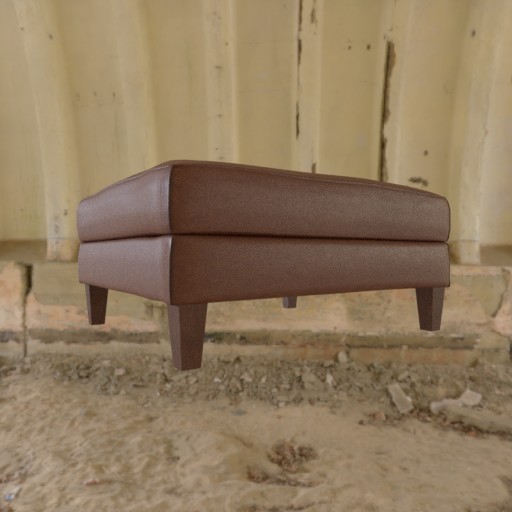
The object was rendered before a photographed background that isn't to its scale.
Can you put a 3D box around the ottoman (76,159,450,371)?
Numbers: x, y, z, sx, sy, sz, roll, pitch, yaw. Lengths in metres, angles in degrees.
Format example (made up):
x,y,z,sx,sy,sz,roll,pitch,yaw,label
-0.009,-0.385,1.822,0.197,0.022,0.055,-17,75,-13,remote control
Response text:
x,y,z,sx,sy,sz,roll,pitch,yaw,label
0.000,0.000,1.481,0.987,0.472,0.836,0,0,-34,ottoman
